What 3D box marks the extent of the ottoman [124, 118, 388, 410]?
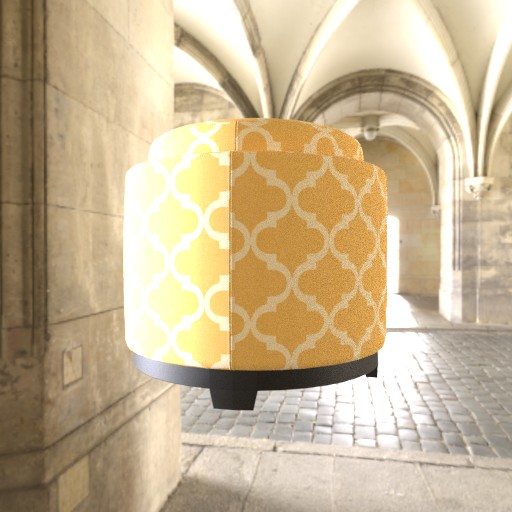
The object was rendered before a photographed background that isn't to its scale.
[{"bbox_3d":[0.000,0.000,0.839,0.480,0.429,0.480,0,0,0],"label":"ottoman"}]
